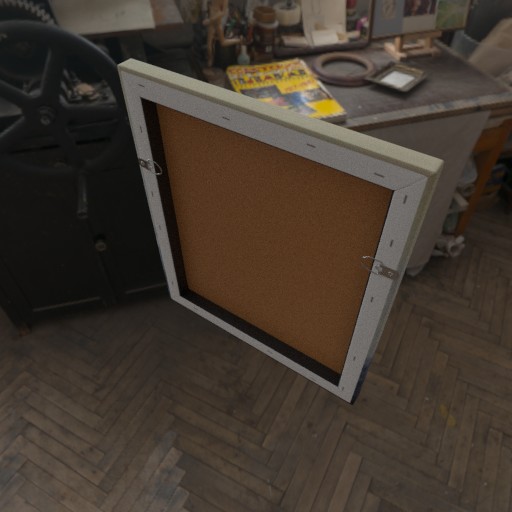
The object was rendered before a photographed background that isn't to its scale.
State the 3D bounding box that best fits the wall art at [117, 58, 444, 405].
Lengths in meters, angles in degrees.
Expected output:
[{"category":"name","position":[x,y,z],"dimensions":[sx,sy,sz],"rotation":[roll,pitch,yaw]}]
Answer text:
[{"category":"wall art","position":[0.000,0.000,0.978],"dimensions":[0.608,0.710,0.041],"rotation":[26,52,23]}]
